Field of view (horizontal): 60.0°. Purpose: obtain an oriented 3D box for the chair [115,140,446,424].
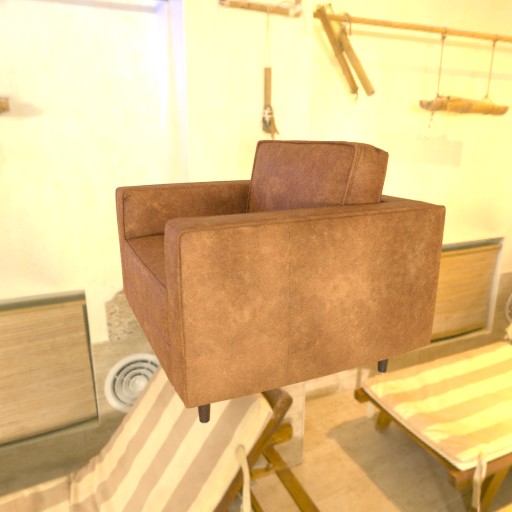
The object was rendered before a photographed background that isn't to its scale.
[{"bbox_3d":[0.000,0.000,1.518,0.798,0.767,0.928,-7,17,-24],"label":"chair"}]
